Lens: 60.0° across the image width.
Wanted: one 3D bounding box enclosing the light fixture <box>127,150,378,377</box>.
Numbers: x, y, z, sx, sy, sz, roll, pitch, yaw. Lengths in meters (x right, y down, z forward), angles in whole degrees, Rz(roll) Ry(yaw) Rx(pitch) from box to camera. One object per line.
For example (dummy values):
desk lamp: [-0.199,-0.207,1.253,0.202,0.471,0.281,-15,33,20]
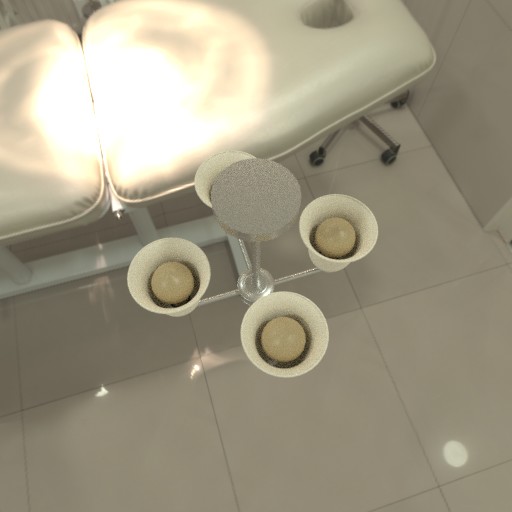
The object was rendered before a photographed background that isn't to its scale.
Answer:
light fixture: [0.000,0.000,0.754,0.427,0.370,0.427,-16,65,-7]
